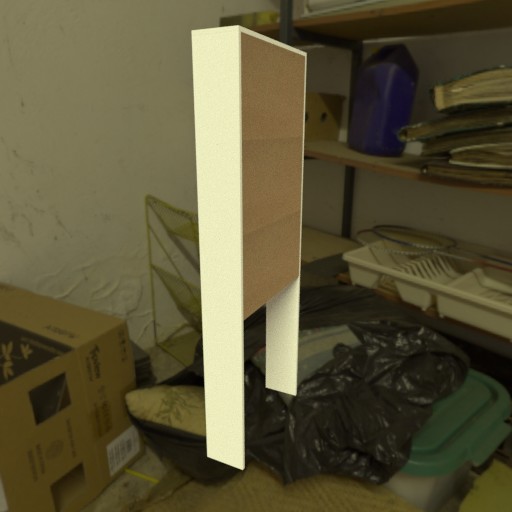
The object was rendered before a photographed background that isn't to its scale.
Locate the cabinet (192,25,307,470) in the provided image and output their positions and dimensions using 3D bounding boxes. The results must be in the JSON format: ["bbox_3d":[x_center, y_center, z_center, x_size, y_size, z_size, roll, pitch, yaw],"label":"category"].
[{"bbox_3d":[0.000,0.000,2.019,0.192,1.770,0.643,8,18,25],"label":"cabinet"}]
